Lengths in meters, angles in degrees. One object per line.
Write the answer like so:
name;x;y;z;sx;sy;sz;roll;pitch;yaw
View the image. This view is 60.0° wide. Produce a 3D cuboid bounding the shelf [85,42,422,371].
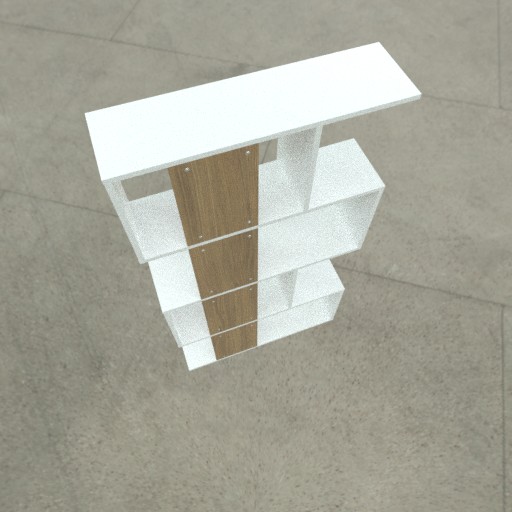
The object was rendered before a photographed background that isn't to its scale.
shelf;0.000;0.000;1.923;0.890;1.650;0.250;-18;61;-10
